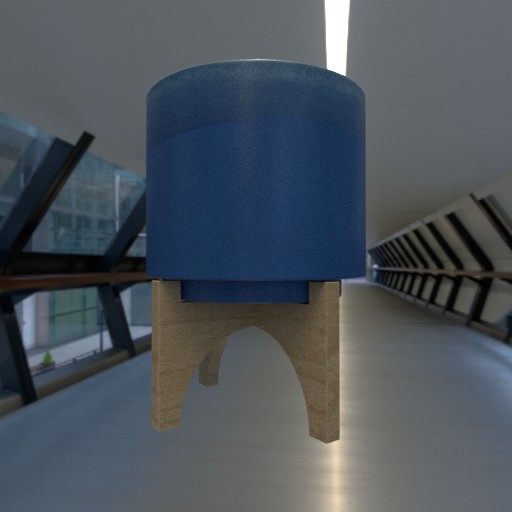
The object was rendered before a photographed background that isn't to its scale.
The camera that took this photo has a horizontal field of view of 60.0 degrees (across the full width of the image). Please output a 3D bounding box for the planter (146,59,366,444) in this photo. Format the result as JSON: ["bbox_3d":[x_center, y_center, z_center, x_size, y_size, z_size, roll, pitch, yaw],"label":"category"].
[{"bbox_3d":[0.000,0.000,0.543,0.261,0.367,0.261,0,0,0],"label":"planter"}]
